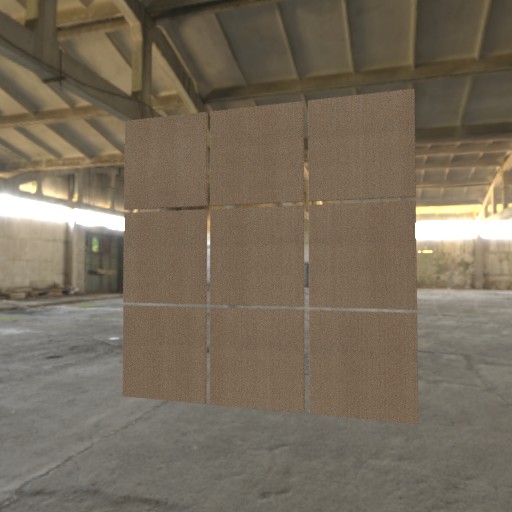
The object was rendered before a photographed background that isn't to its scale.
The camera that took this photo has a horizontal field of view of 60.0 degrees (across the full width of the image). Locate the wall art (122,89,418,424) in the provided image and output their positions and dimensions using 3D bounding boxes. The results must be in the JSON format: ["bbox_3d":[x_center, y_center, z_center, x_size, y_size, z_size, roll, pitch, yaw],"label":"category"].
[{"bbox_3d":[0.000,0.000,1.790,1.219,1.218,0.013,-1,-2,17],"label":"wall art"}]
